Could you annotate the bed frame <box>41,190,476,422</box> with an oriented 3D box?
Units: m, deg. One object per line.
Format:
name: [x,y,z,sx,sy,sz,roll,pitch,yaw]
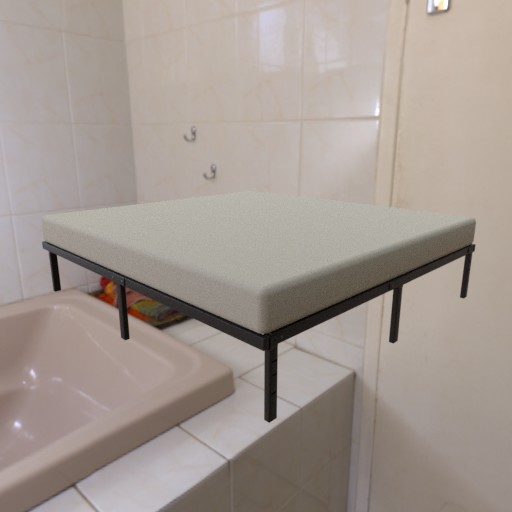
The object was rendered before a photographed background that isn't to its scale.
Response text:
bed frame: [0.000,0.000,3.741,2.526,0.680,2.635,-15,21,-43]
